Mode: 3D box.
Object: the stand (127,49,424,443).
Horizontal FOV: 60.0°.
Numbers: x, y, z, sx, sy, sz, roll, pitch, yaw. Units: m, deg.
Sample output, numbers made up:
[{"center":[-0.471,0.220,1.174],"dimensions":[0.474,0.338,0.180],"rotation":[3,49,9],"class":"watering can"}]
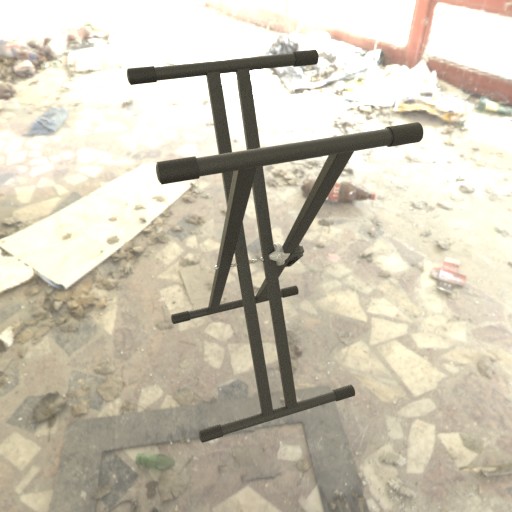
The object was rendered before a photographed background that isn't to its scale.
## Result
[{"center":[0.000,0.000,1.217],"dimensions":[0.495,0.900,0.503],"rotation":[-12,42,-14],"class":"stand"}]
